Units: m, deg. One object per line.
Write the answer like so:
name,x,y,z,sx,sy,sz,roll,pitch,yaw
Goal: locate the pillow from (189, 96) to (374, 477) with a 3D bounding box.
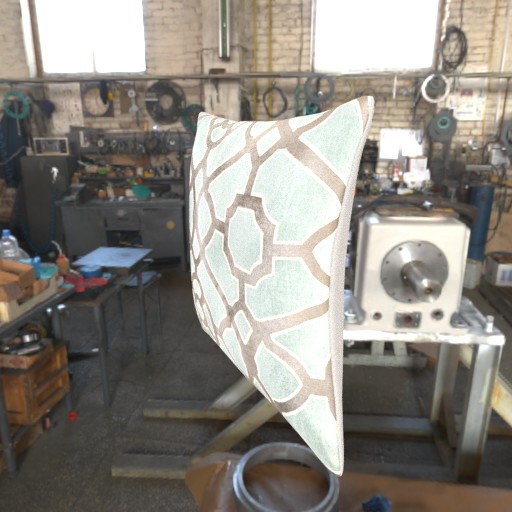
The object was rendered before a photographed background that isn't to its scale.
pillow,0.000,0.000,0.791,0.166,0.508,0.552,-8,18,-25
